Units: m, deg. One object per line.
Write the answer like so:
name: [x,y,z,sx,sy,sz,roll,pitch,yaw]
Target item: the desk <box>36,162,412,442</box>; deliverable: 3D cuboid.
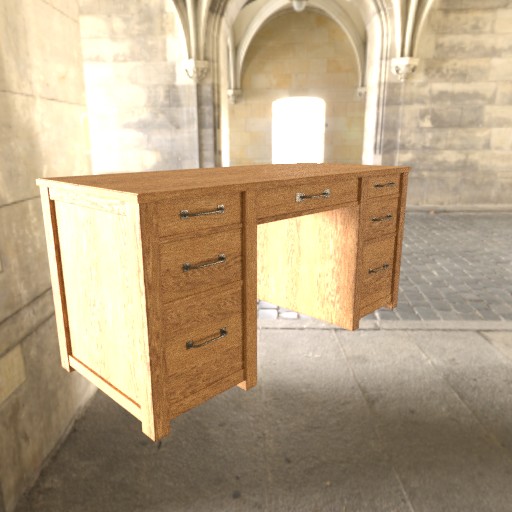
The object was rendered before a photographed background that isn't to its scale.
desk: [0.000,0.000,2.002,0.685,0.751,1.567,14,20,42]
